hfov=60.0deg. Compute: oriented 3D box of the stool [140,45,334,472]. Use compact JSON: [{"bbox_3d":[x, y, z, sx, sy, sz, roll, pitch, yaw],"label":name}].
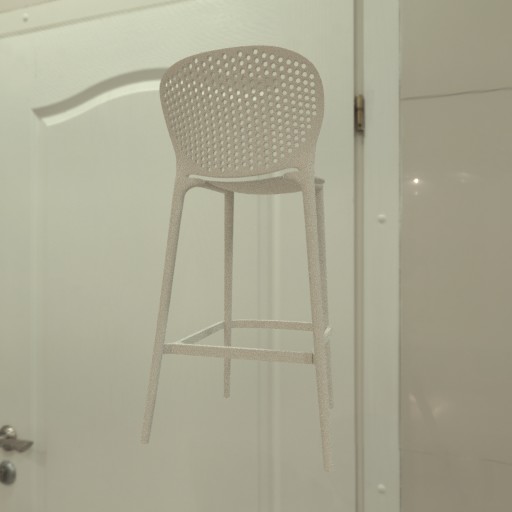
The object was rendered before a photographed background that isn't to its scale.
[{"bbox_3d":[0.000,0.000,1.361,0.536,1.045,0.535,0,0,18],"label":"stool"}]
